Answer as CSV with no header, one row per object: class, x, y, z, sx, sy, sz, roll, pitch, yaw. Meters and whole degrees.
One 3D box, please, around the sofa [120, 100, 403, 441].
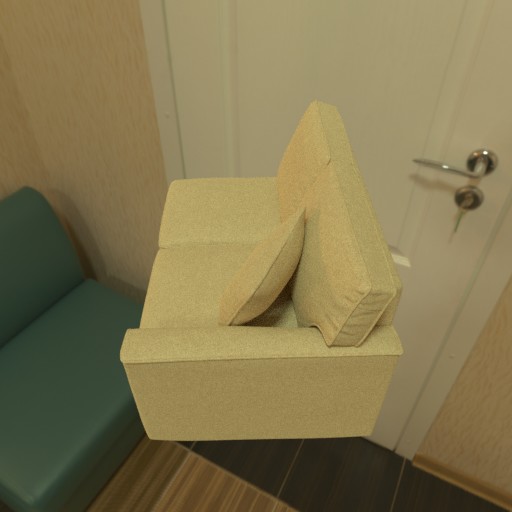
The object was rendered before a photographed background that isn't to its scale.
sofa,0.000,0.000,2.114,0.991,0.989,1.388,-1,42,-1
